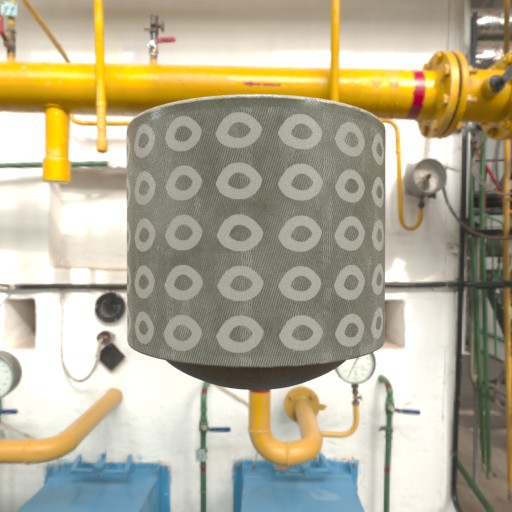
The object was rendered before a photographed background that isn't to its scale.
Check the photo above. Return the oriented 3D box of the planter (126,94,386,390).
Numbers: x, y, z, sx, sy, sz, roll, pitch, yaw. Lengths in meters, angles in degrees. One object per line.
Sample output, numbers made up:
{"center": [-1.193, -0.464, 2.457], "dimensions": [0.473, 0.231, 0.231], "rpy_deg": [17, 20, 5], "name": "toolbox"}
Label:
{"center": [0.000, 0.000, 0.340], "dimensions": [0.190, 0.181, 0.190], "rpy_deg": [0, 1, 0], "name": "planter"}
